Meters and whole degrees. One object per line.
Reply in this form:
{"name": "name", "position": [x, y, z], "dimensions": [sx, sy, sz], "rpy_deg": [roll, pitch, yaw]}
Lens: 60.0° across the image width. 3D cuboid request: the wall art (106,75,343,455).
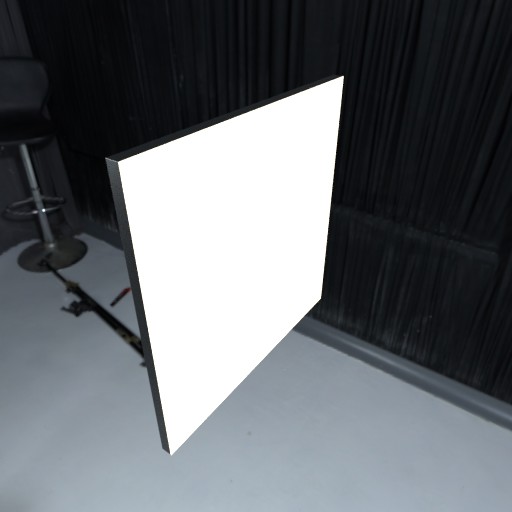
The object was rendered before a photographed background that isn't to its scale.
{"name": "wall art", "position": [0.000, 0.000, 1.170], "dimensions": [0.031, 0.775, 0.773], "rpy_deg": [22, 39, 29]}
